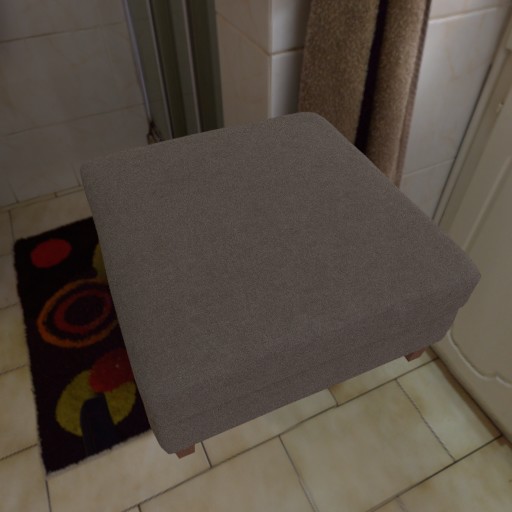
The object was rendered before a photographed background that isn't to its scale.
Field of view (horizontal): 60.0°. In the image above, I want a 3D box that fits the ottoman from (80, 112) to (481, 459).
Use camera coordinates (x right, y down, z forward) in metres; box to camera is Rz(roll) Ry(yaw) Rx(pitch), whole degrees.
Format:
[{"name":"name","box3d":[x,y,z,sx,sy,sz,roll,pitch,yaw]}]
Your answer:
[{"name":"ottoman","box3d":[0.000,0.000,1.364,0.861,0.482,0.881,-17,50,-16]}]
